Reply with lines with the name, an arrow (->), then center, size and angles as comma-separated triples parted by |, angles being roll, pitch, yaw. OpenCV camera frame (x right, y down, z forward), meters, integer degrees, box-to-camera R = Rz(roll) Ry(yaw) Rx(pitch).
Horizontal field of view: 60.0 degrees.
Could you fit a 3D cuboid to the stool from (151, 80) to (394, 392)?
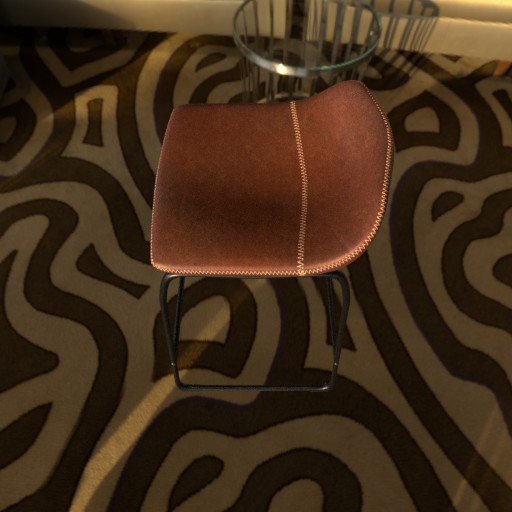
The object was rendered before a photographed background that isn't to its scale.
stool -> 0.000, 0.000, 1.108 | 0.473, 0.830, 0.454 | 0, 58, 0
